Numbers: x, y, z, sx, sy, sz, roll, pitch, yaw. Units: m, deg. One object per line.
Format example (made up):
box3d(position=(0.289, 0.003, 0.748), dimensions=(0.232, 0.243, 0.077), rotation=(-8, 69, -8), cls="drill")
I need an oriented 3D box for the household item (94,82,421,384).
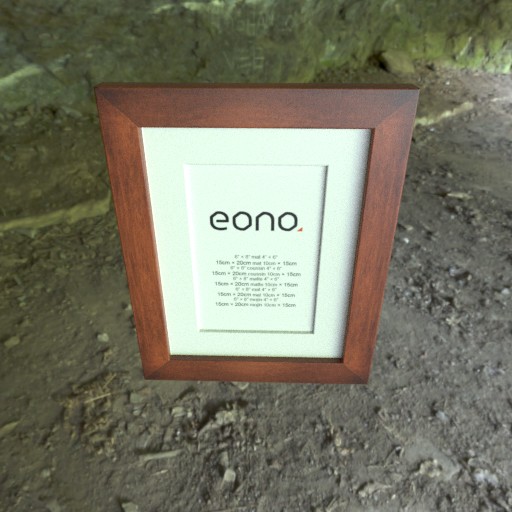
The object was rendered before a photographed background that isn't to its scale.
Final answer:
box3d(position=(0.000, 0.000, 0.343), dimensions=(0.200, 0.250, 0.020), rotation=(1, 30, 1), cls="household item")
